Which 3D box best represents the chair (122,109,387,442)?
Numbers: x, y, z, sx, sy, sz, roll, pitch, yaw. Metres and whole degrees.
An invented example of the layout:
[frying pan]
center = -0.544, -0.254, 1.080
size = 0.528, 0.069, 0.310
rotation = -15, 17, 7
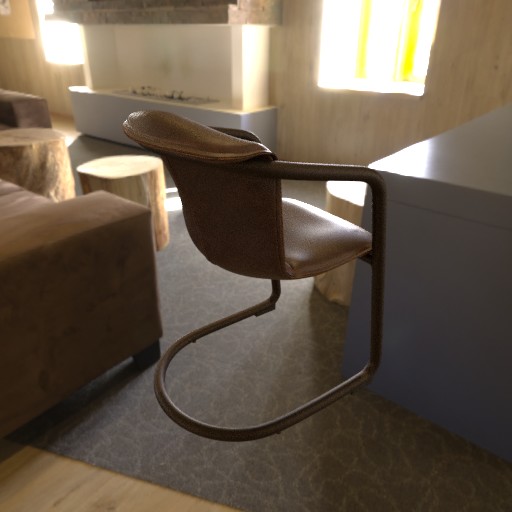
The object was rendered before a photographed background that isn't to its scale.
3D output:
[chair]
center = 0.000, 0.000, 1.262
size = 0.664, 0.836, 0.536
rotation = -18, 33, -31
